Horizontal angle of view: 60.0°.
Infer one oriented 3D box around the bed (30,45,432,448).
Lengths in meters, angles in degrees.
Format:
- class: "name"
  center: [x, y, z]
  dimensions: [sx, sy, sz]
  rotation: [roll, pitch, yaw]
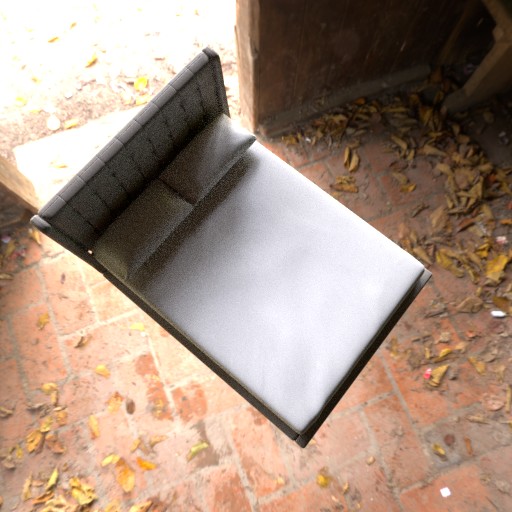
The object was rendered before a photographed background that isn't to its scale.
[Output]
- class: "bed"
  center: [0.000, 0.000, 3.217]
  dimensions: [2.232, 1.147, 1.656]
  rotation: [39, 78, 9]
